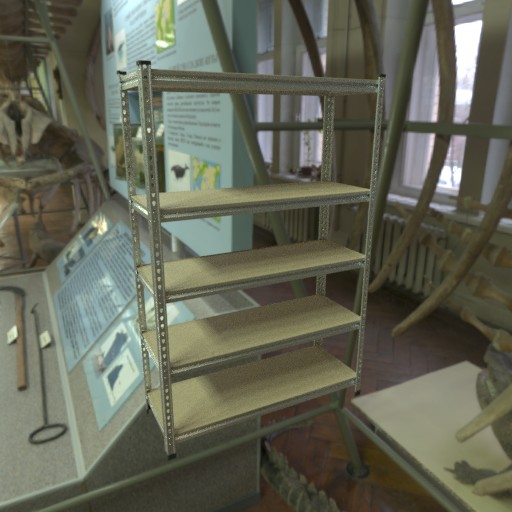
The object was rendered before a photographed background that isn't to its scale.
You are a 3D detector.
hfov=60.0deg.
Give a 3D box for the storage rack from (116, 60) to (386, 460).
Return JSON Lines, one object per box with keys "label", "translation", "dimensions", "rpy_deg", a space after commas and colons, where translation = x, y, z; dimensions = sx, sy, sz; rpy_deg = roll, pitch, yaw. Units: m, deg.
{"label": "storage rack", "translation": [0.000, 0.000, 2.385], "dimensions": [1.219, 1.829, 0.457], "rpy_deg": [-9, 19, -26]}
